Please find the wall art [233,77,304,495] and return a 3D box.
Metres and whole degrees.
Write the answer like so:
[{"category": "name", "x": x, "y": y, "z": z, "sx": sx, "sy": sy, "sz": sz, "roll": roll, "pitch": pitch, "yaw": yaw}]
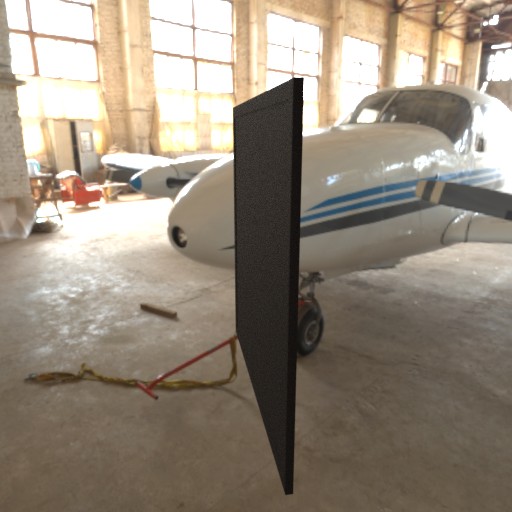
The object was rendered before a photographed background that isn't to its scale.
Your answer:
[{"category": "wall art", "x": 0.000, "y": 0.000, "z": 0.828, "sx": 0.012, "sy": 0.558, "sz": 0.562, "roll": -3, "pitch": 15, "yaw": -9}]
